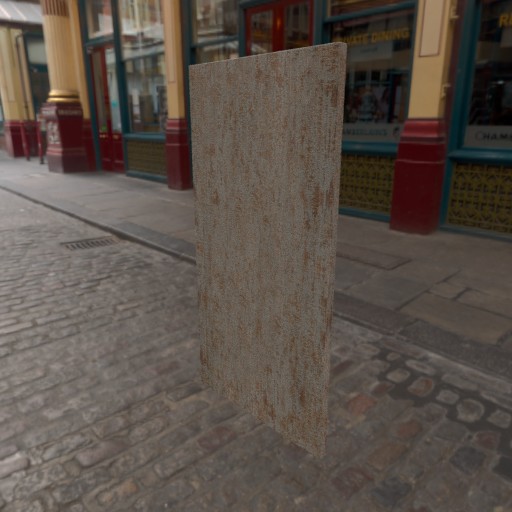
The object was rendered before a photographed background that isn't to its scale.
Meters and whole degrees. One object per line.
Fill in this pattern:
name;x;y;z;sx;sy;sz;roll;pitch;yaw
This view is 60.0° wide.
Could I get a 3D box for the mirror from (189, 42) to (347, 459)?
mirror;0.000;0.000;1.113;0.027;0.922;0.472;-15;22;-42
